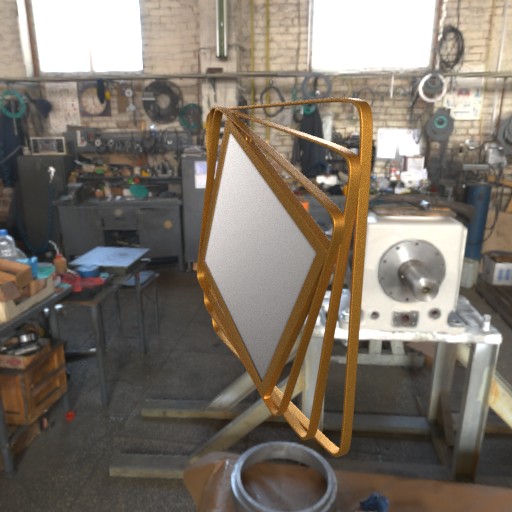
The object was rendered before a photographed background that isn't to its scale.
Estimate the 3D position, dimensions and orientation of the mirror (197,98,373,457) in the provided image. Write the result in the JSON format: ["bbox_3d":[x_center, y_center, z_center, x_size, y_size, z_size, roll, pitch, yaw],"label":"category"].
[{"bbox_3d":[0.000,0.000,0.716,0.045,0.468,0.470,-8,18,-26],"label":"mirror"}]
